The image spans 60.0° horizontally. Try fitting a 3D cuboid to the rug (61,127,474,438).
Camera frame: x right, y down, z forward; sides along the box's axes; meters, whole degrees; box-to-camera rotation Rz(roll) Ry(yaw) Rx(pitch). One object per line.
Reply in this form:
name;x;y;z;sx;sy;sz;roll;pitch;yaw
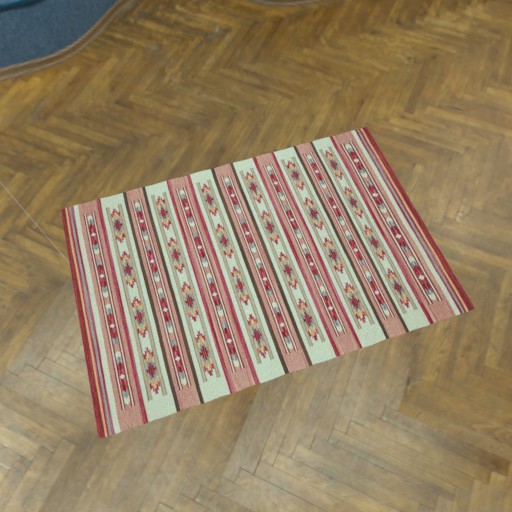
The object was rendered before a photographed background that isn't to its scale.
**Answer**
rug;0.000;0.000;2.267;1.817;0.008;1.223;-17;64;-8
